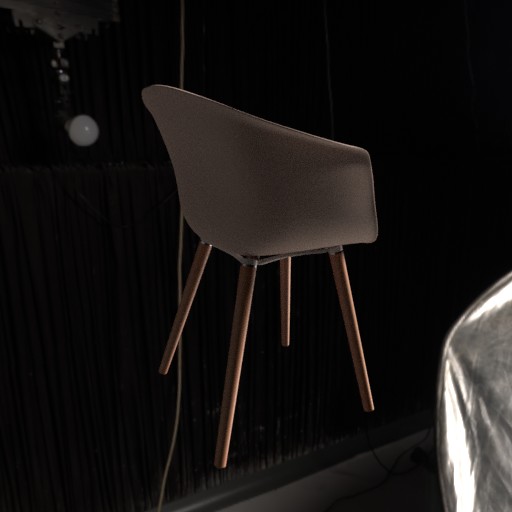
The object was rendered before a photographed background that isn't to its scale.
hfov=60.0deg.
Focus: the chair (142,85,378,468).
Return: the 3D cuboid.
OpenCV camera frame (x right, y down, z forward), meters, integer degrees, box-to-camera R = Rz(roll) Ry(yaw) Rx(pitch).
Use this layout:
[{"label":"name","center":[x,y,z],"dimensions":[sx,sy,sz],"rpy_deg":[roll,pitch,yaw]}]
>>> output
[{"label":"chair","center":[0.000,0.000,1.121],"dimensions":[0.504,0.781,0.593],"rpy_deg":[-8,17,-26]}]
